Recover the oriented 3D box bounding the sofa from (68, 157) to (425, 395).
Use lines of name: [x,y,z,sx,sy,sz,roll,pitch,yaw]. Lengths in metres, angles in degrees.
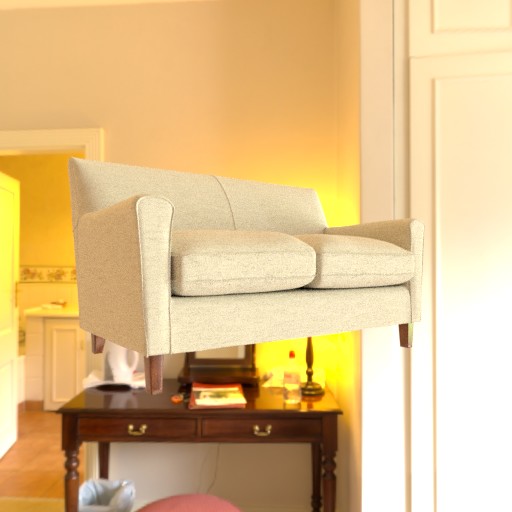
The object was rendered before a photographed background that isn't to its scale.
sofa: [0.000,0.000,2.078,1.482,0.892,0.891,1,-1,-35]
